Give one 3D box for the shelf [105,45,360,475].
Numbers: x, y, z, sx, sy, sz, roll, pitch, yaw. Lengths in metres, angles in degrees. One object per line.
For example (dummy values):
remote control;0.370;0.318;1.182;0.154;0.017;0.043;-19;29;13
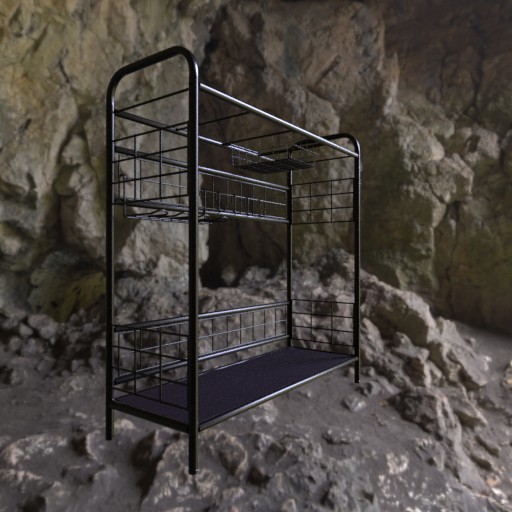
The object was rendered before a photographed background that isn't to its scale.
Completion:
shelf;0.000;0.000;1.520;0.350;1.026;0.961;0;0;37
